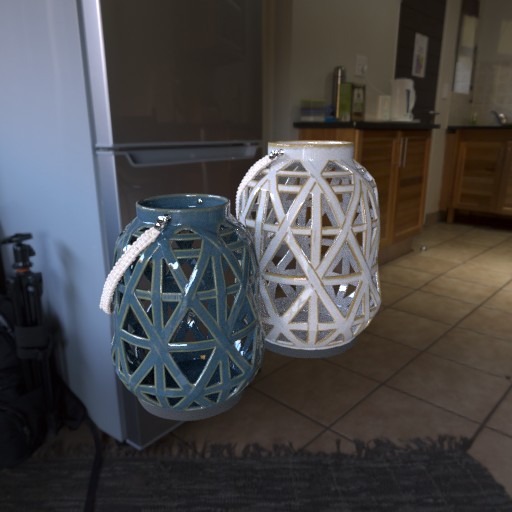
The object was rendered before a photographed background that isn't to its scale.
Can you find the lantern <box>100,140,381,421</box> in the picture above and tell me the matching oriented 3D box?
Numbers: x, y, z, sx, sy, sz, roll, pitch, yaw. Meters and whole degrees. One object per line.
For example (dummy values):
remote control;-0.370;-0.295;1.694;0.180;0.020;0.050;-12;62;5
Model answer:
lantern;0.000;0.000;0.628;0.439;0.307;0.245;-16;23;-42
